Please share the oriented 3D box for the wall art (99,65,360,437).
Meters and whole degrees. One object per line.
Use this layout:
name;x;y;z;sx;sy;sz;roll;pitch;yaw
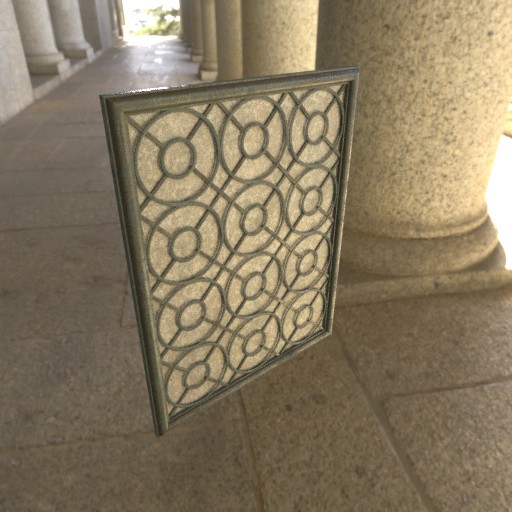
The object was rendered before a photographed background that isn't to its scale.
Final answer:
wall art;0.000;0.000;1.306;0.767;0.983;0.030;-22;36;-33
